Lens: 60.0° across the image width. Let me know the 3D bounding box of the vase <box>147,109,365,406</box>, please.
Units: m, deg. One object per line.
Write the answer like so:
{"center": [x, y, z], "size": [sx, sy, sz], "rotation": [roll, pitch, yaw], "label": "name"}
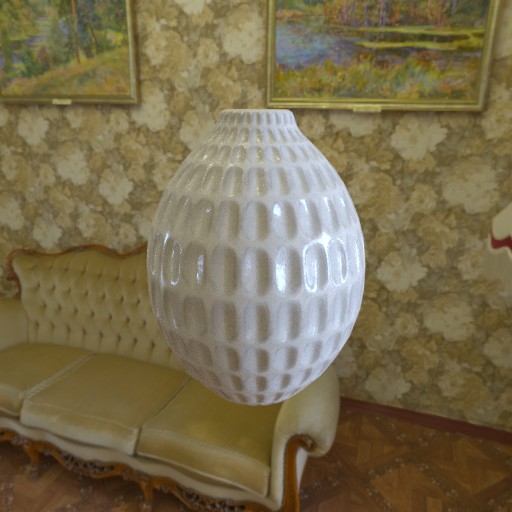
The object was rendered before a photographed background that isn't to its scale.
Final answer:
{"center": [0.000, 0.000, 0.266], "size": [0.128, 0.167, 0.128], "rotation": [0, 18, 0], "label": "vase"}
